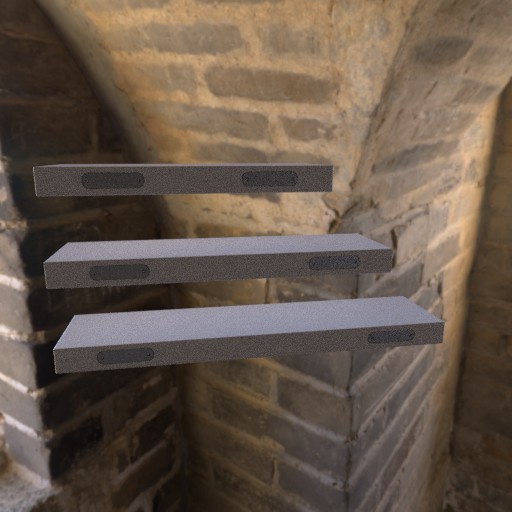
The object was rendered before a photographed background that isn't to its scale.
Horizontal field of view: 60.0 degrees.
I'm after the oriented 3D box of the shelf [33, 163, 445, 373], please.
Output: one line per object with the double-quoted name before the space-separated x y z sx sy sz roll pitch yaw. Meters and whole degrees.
"shelf" 0.000 0.000 0.724 0.610 0.293 0.140 -2 13 -10
